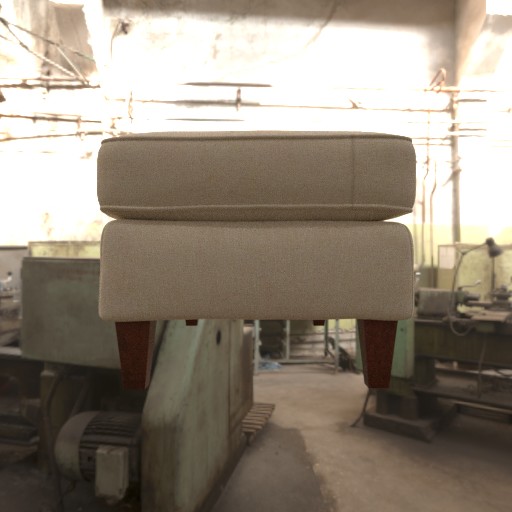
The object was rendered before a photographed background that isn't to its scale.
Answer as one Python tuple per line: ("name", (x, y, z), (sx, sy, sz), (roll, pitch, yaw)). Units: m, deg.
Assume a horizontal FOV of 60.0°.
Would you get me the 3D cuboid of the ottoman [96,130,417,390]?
("ottoman", (0.000, 0.000, 1.187), (0.583, 0.484, 0.862), (0, 0, 0))
